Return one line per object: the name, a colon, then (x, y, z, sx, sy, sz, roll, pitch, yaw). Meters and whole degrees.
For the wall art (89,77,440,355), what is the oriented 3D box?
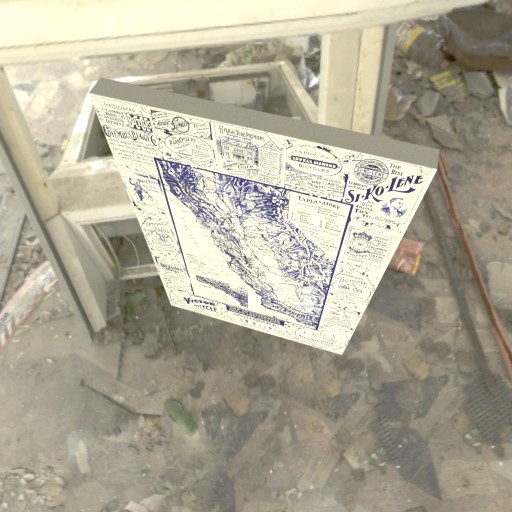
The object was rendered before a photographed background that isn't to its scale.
wall art: (0.000, 0.000, 0.954, 0.511, 0.753, 0.039, 15, 60, 9)
